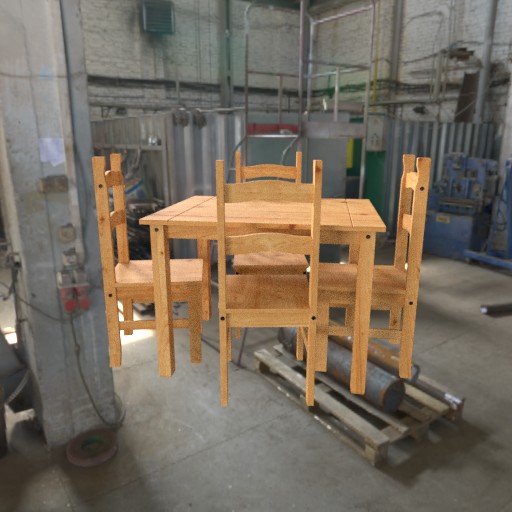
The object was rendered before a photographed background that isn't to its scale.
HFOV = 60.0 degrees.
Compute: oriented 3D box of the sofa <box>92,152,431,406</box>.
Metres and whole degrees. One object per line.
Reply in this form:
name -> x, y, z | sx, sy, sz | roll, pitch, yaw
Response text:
sofa -> 0.000, 0.000, 2.251 | 1.529, 1.000, 1.144 | 2, 15, 9
